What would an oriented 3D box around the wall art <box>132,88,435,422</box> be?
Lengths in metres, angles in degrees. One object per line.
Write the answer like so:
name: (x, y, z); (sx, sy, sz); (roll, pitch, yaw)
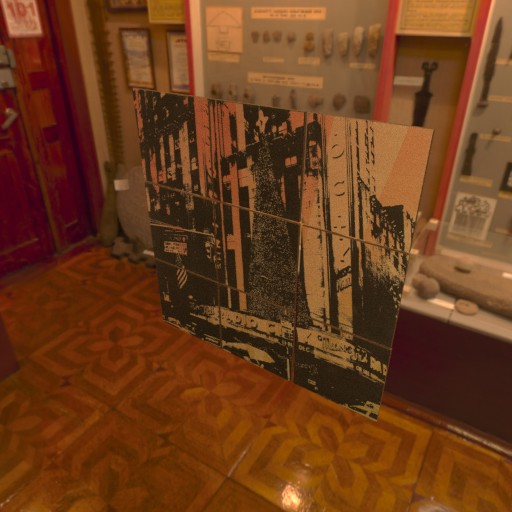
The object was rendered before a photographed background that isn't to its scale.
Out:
wall art: (0.000, 0.000, 1.393); (0.919, 0.917, 0.010); (18, 35, 29)
